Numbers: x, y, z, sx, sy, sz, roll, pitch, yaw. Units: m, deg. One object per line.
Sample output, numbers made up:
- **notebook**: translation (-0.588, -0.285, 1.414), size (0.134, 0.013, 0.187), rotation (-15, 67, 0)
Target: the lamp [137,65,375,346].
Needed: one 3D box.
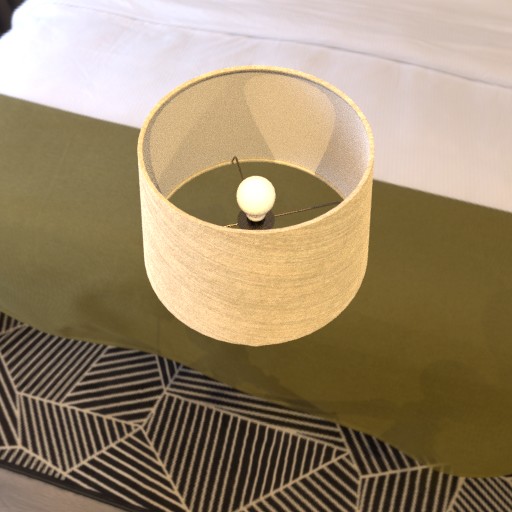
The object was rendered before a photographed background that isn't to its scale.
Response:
- **lamp**: translation (0.000, 0.000, 0.824), size (0.390, 0.580, 0.390), rotation (0, 58, 0)
